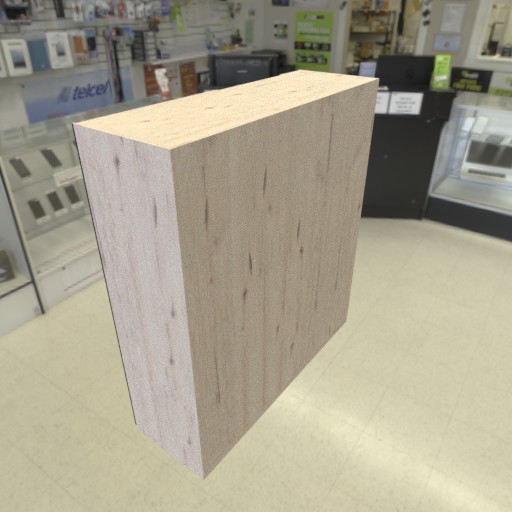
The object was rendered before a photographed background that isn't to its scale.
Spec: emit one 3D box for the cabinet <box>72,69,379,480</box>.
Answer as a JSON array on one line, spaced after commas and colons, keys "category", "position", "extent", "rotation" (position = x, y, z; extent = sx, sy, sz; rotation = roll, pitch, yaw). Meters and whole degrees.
[{"category": "cabinet", "position": [0.000, 0.000, 3.154], "extent": [0.660, 2.180, 2.000], "rotation": [21, 37, 31]}]
